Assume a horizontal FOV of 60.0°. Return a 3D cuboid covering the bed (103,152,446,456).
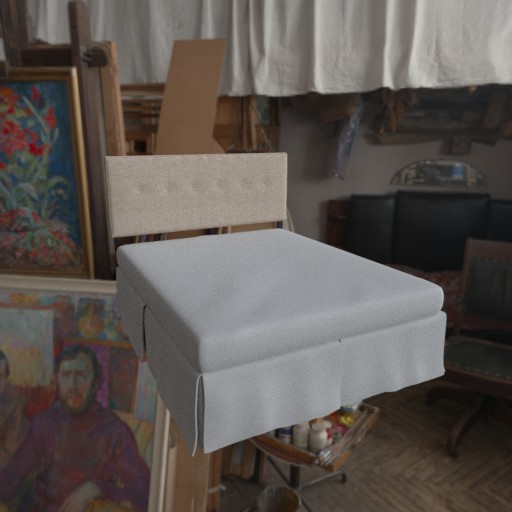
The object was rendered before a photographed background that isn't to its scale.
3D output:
[{"bbox_3d":[0.000,0.000,3.003,1.643,1.270,1.978,-8,17,-26],"label":"bed"}]
